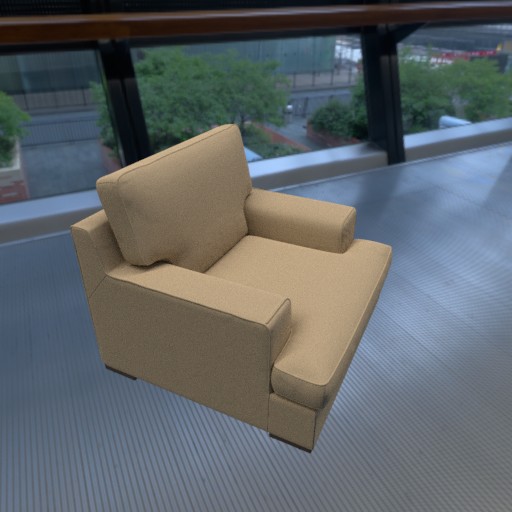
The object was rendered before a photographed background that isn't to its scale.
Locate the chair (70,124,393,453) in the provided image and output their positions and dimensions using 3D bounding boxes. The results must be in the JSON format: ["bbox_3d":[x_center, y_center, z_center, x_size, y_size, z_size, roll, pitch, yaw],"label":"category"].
[{"bbox_3d":[0.000,0.000,2.169,1.274,1.005,1.293,10,31,16],"label":"chair"}]
